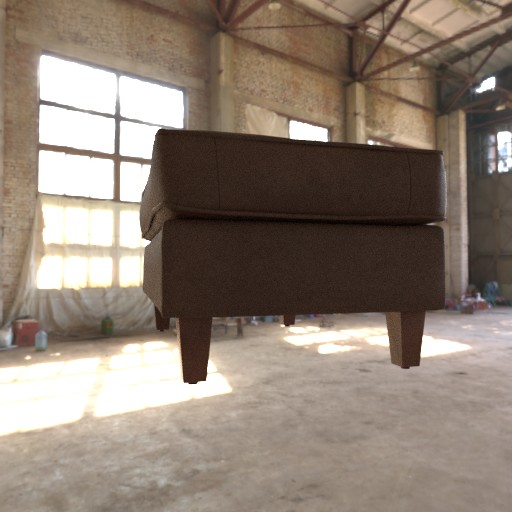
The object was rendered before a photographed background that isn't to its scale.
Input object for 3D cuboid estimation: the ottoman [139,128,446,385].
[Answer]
[{"bbox_3d":[0.000,0.000,1.199,0.596,0.481,0.860,0,-2,-16],"label":"ottoman"}]
